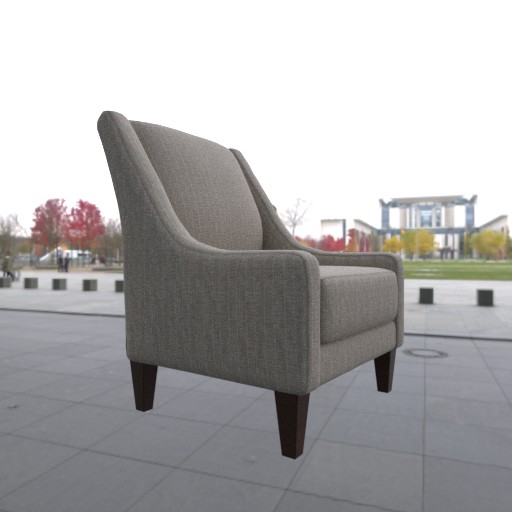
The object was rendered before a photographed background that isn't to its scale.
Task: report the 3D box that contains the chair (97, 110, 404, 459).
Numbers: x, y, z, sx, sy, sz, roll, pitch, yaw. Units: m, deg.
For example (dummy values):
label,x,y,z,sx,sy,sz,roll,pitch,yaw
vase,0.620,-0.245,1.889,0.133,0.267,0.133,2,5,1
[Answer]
label,x,y,z,sx,sy,sz,roll,pitch,yaw
chair,0.000,0.000,1.606,0.870,1.014,0.774,0,0,36
